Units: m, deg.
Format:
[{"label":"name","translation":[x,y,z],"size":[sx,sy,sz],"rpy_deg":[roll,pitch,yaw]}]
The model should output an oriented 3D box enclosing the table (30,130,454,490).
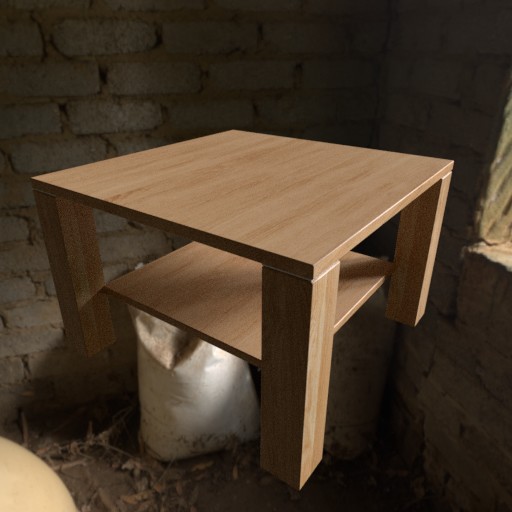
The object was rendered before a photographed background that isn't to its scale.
[{"label":"table","translation":[0.000,0.000,1.124],"size":[0.700,0.450,0.700],"rpy_deg":[18,31,32]}]
